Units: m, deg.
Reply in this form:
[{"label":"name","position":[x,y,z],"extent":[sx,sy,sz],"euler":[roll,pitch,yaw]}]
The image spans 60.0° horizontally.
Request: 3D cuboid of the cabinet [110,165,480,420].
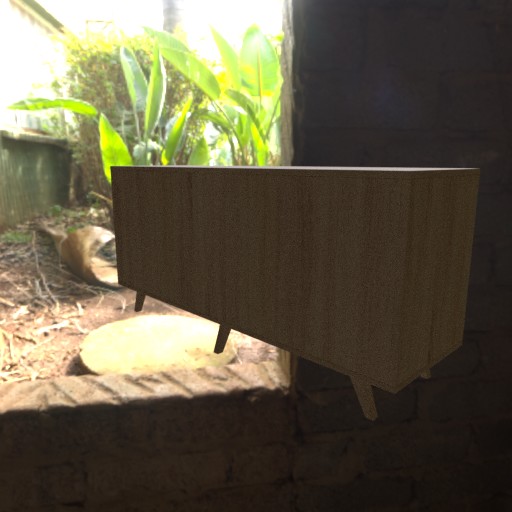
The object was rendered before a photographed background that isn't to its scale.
[{"label":"cabinet","position":[0.000,0.000,1.980],"extent":[0.500,0.780,1.650],"euler":[-12,17,-43]}]
